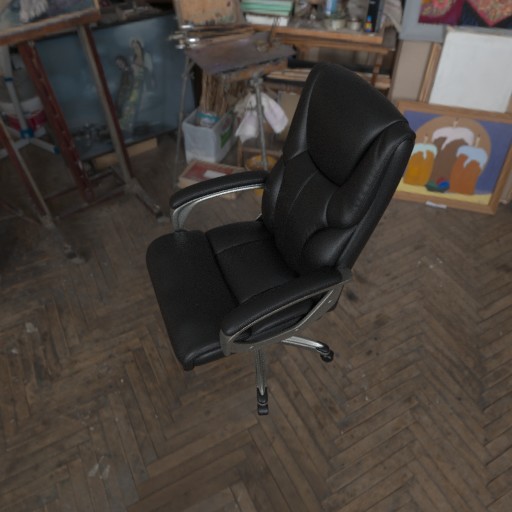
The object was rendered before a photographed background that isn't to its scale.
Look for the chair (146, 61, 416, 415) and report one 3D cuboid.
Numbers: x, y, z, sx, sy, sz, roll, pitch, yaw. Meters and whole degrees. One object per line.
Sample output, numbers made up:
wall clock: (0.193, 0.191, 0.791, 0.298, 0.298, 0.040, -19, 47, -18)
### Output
chair: (0.000, 0.000, 1.578, 0.739, 1.155, 0.663, -16, 49, -15)
